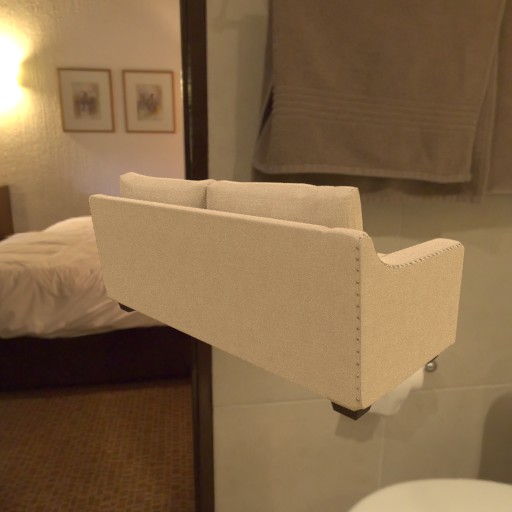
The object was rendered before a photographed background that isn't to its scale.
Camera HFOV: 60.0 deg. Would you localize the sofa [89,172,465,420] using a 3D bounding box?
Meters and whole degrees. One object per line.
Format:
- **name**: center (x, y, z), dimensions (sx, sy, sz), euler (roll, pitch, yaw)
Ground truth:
- **sofa**: center (0.000, 0.000, 2.732), dimensions (2.107, 0.983, 1.104), euler (13, 18, 43)
